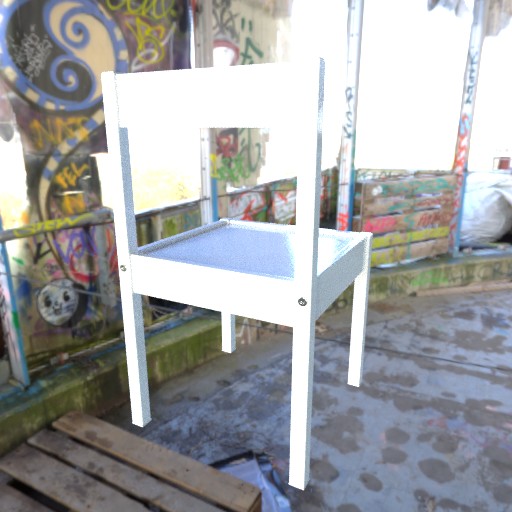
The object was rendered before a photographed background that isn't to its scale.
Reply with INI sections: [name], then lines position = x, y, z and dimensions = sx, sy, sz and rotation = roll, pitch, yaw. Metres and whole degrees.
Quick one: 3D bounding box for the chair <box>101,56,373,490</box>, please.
[chair]
position = 0.000, 0.000, 0.672
dimensions = 0.285, 0.505, 0.285
rotation = 8, 18, 26
